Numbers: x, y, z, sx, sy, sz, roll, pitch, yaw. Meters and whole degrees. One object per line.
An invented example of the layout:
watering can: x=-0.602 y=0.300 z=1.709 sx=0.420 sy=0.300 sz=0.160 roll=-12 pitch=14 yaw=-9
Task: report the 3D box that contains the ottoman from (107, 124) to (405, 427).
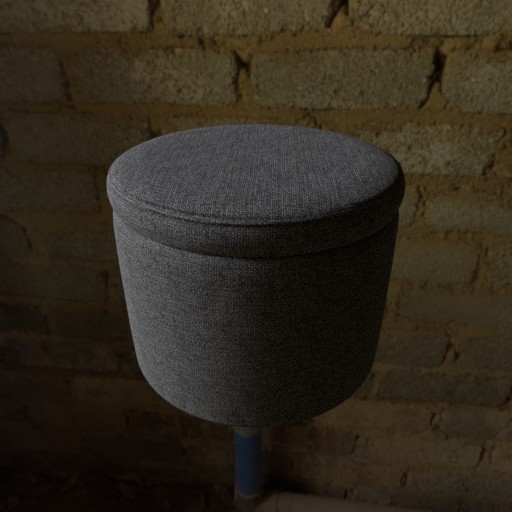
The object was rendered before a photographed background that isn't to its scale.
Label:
ottoman: x=0.000 y=0.000 z=0.887 sx=0.520 sy=0.430 sz=0.520 roll=0 pitch=30 yaw=0
